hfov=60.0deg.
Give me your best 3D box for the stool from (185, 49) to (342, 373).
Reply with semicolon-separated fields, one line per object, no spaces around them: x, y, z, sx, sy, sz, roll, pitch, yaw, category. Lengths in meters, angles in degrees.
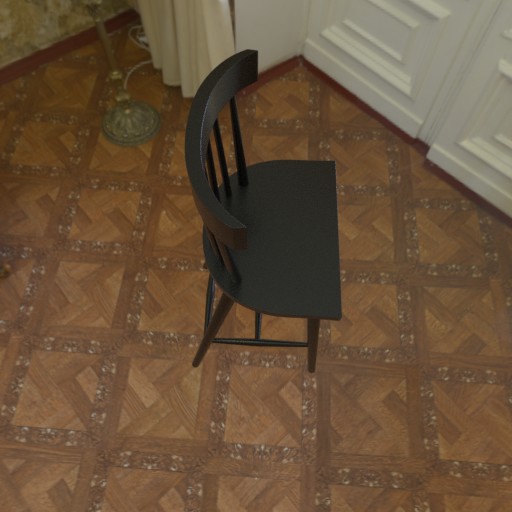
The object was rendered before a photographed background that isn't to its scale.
0.000;0.000;1.341;0.483;1.092;0.482;2;63;1;stool
